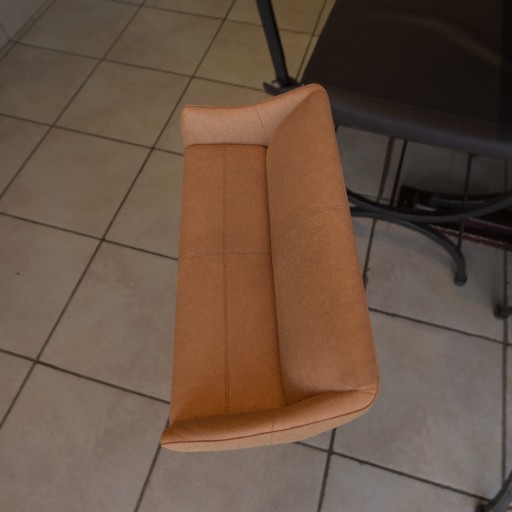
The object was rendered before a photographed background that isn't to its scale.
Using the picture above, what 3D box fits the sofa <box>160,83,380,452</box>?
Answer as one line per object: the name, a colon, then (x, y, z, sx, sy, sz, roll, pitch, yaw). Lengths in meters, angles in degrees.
sofa: (0.000, 0.000, 2.371, 0.869, 0.830, 1.928, -2, 59, -1)
